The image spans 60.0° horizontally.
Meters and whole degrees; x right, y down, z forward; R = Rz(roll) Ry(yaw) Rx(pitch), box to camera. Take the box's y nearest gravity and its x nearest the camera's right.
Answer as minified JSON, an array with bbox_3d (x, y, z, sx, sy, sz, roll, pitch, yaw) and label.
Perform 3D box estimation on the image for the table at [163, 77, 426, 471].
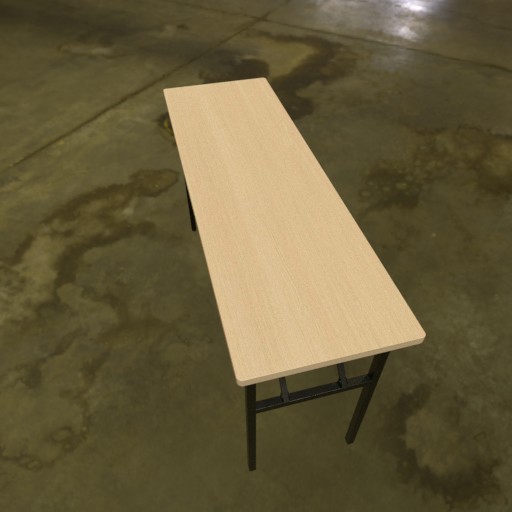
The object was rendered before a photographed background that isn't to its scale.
[{"bbox_3d":[0.000,0.000,1.713,0.447,0.750,1.397,-11,47,-10],"label":"table"}]
